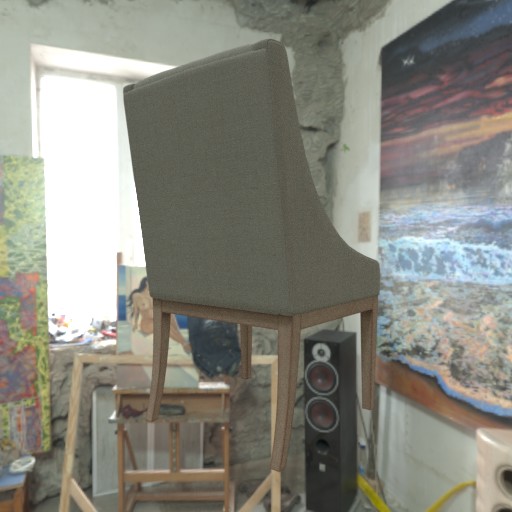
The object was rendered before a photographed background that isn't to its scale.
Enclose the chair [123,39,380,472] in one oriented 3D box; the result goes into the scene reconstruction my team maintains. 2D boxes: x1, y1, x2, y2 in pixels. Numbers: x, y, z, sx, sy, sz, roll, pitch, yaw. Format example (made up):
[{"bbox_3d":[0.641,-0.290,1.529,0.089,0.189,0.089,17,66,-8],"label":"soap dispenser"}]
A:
[{"bbox_3d":[0.000,0.000,1.393,0.575,1.021,0.611,2,3,37],"label":"chair"}]
